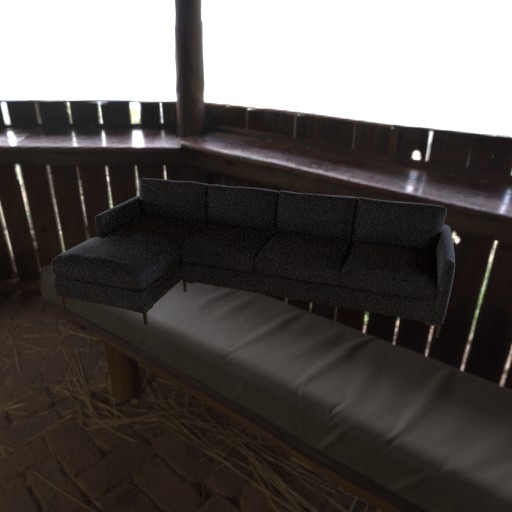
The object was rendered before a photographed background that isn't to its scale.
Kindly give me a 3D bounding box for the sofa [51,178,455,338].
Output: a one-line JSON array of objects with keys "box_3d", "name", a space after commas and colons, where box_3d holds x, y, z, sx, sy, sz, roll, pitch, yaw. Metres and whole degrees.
[{"box_3d": [0.000, 0.000, 3.538, 2.932, 0.810, 1.350, 8, 25, 18], "name": "sofa"}]
